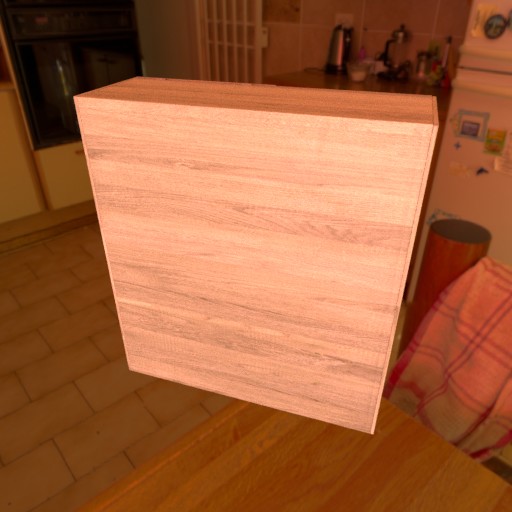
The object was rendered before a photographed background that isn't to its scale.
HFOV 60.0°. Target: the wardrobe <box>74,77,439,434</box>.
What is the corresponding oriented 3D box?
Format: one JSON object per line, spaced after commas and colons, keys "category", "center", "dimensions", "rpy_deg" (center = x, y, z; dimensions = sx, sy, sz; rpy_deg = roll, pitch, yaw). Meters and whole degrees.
{"category": "wardrobe", "center": [0.000, 0.000, 2.809], "dimensions": [1.780, 1.960, 0.629], "rpy_deg": [10, 32, 16]}
